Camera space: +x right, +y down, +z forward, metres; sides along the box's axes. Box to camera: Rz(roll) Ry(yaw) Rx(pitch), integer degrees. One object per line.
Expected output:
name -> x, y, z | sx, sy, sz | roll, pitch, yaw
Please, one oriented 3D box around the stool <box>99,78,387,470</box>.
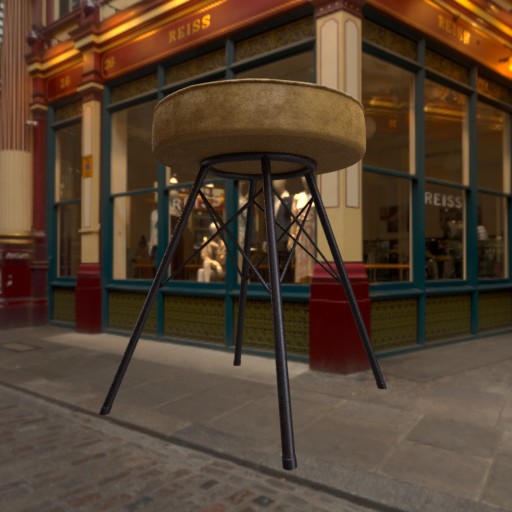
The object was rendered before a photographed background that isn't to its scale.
stool -> 0.000, 0.000, 0.914 | 0.438, 0.595, 0.472 | 0, 0, 35
